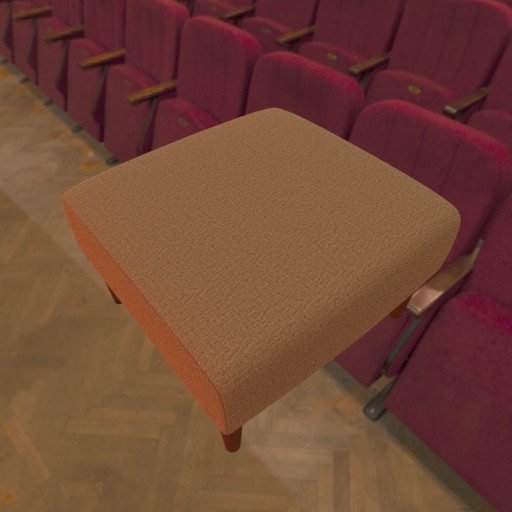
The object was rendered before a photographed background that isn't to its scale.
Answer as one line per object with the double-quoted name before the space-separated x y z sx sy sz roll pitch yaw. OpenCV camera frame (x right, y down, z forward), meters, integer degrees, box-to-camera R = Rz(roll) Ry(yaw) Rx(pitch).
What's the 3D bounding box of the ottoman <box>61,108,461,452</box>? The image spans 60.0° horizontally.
"ottoman" 0.000 0.000 1.074 0.650 0.398 0.649 -30 53 -26
